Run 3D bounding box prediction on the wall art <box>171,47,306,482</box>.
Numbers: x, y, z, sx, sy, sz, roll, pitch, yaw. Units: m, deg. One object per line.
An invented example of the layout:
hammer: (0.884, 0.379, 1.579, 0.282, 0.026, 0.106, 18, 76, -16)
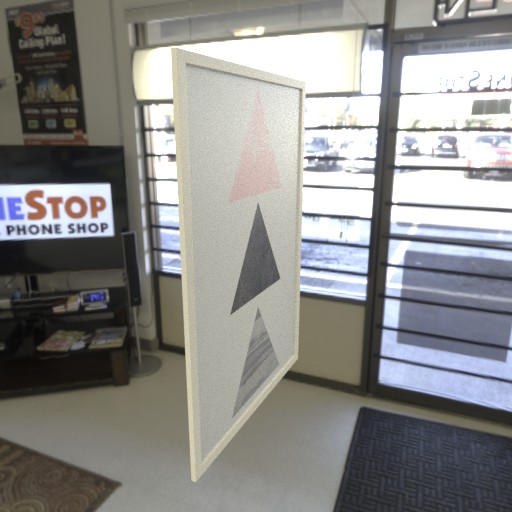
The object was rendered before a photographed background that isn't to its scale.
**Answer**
wall art: (0.000, 0.000, 1.201, 0.013, 0.940, 0.659, 8, 18, 25)
